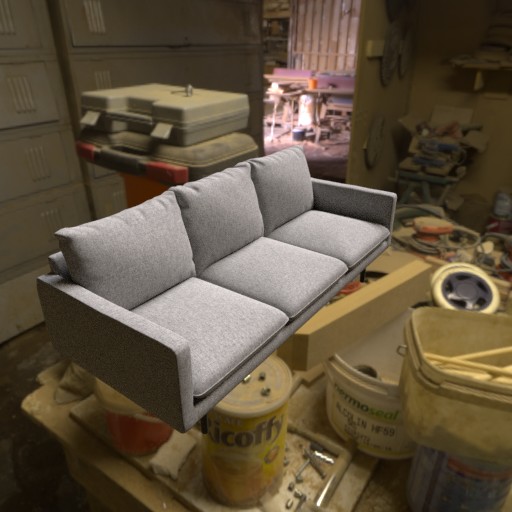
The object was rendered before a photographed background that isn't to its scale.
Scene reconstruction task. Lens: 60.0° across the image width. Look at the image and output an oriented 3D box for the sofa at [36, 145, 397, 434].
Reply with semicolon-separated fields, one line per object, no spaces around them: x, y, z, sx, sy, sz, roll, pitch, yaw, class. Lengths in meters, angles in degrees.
0.000;0.000;2.423;0.850;0.830;2.000;18;31;32;sofa
